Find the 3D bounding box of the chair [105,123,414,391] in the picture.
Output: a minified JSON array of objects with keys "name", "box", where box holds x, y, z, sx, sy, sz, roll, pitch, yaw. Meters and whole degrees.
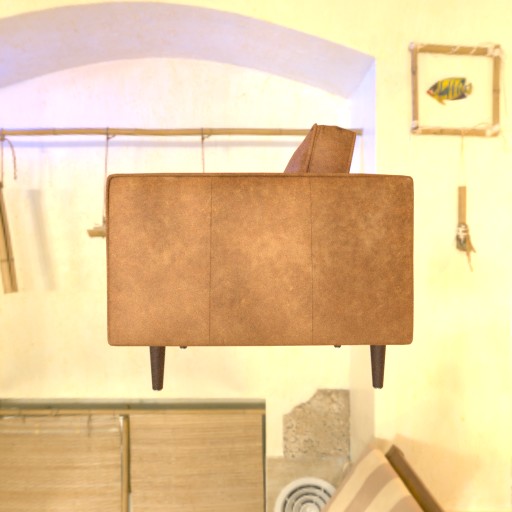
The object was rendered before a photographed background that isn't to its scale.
[{"name":"chair","box":[0.000,0.000,1.556,0.798,0.767,0.928,0,0,-2]}]
